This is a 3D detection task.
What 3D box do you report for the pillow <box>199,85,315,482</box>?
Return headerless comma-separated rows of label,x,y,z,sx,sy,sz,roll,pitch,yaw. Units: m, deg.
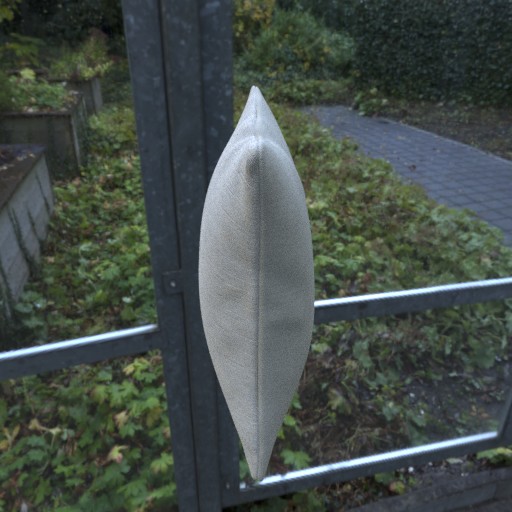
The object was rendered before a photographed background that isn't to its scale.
pillow,0.000,0.000,0.642,0.162,0.420,0.437,0,27,0
